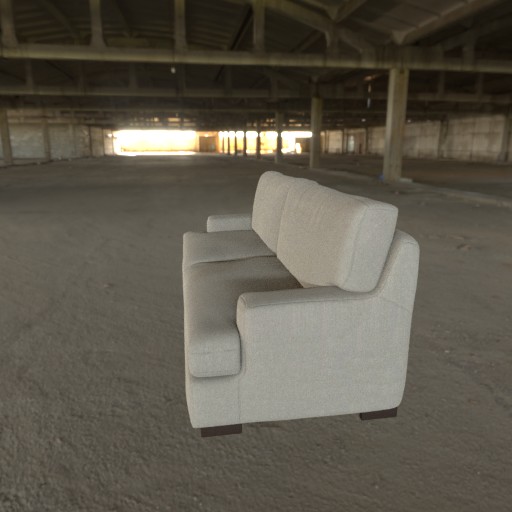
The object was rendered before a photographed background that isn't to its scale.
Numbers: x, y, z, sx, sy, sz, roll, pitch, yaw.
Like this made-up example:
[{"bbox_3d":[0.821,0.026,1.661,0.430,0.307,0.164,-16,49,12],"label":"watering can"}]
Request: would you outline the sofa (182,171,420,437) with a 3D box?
[{"bbox_3d":[0.000,0.000,2.894,0.962,0.980,2.354,-2,14,-9],"label":"sofa"}]
